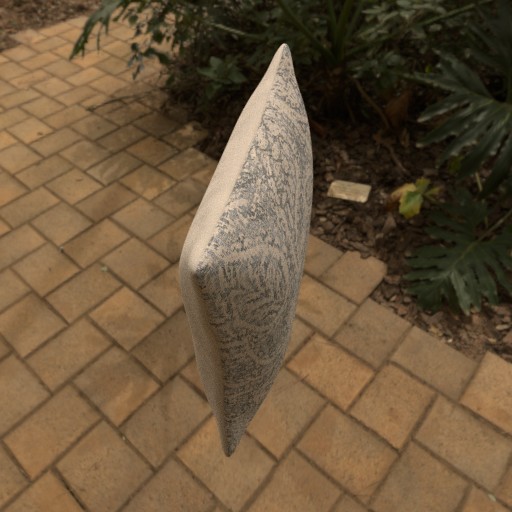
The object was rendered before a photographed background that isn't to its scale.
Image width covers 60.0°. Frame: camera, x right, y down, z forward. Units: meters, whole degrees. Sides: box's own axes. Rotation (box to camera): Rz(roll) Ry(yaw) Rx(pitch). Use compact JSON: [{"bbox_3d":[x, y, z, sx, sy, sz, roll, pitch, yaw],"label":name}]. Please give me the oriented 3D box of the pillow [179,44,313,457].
[{"bbox_3d":[0.000,0.000,0.770,0.166,0.510,0.523,9,49,8],"label":"pillow"}]
